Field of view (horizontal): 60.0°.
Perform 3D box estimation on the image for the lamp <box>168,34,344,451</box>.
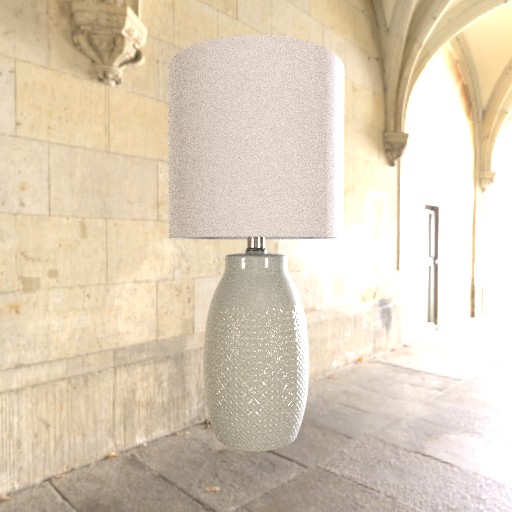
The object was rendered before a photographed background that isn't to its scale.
[{"bbox_3d":[0.000,0.000,0.561,0.217,0.453,0.217,0,1,0],"label":"lamp"}]
